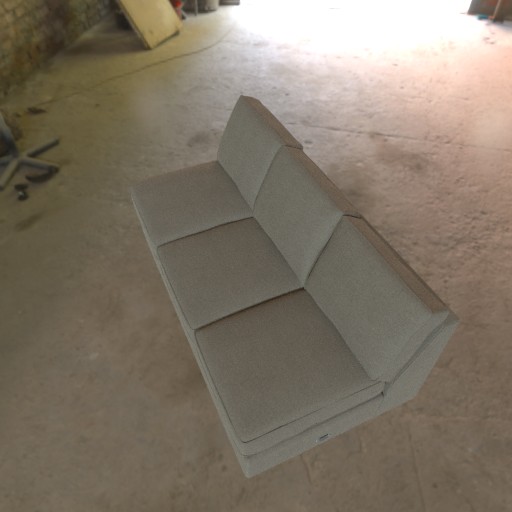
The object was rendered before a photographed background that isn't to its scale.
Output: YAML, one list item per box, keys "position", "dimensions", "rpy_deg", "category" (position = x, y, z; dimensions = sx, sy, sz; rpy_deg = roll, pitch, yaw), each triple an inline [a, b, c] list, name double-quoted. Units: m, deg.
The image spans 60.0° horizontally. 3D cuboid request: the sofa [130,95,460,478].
- position: [0.000, 0.000, 2.752]
  dimensions: [1.127, 1.036, 2.092]
  rpy_deg: [-19, 49, -17]
  category: "sofa"
